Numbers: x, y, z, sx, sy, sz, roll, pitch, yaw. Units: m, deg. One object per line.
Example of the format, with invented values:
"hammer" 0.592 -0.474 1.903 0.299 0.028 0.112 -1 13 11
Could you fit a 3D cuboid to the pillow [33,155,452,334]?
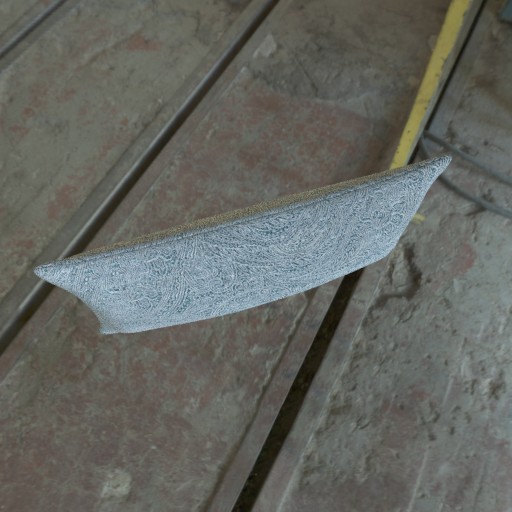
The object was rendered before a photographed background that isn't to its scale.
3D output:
"pillow" 0.000 0.000 0.751 0.615 0.295 0.151 -16 65 -8
